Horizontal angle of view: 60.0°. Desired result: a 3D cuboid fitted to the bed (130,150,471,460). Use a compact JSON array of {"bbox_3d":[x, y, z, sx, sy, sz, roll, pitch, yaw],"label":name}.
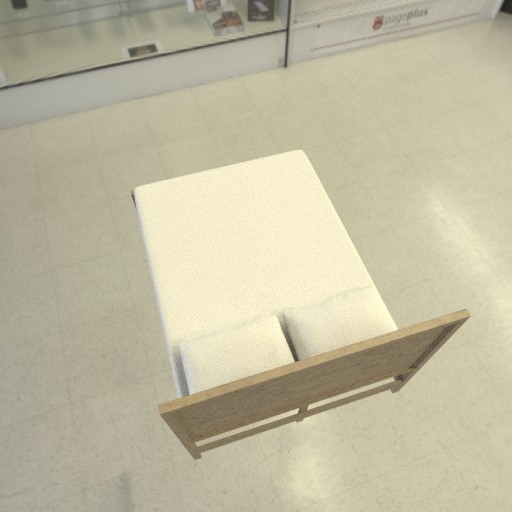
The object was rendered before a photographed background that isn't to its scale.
[{"bbox_3d":[0.000,0.000,3.269,1.606,1.369,2.189,-15,59,-9],"label":"bed"}]
